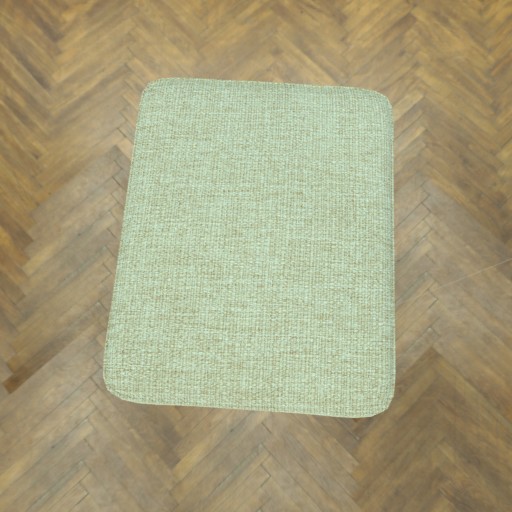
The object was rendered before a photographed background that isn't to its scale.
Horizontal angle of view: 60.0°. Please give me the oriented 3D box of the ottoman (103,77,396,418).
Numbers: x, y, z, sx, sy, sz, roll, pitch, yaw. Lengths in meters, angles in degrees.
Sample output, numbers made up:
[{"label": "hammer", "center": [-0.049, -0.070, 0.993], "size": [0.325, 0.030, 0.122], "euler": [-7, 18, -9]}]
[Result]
[{"label": "ottoman", "center": [0.000, 0.000, 1.124], "size": [0.589, 0.537, 0.738], "euler": [4, 77, 1]}]
